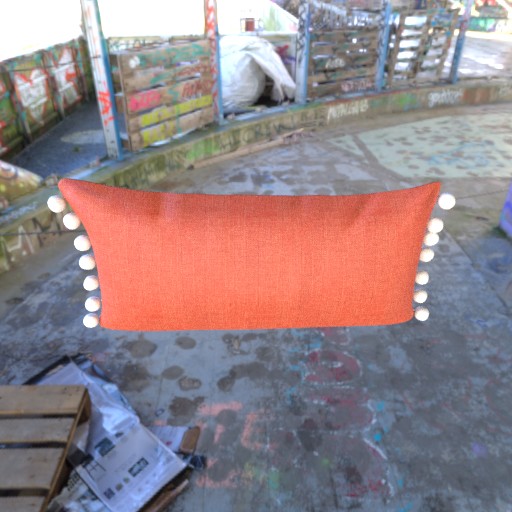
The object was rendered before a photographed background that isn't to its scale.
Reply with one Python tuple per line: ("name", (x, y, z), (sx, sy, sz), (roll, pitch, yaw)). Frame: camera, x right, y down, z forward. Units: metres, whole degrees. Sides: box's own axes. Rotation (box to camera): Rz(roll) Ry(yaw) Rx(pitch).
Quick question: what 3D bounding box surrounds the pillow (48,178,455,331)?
("pillow", (0.000, 0.000, 0.840), (0.709, 0.322, 0.201), (-1, 31, -2))
